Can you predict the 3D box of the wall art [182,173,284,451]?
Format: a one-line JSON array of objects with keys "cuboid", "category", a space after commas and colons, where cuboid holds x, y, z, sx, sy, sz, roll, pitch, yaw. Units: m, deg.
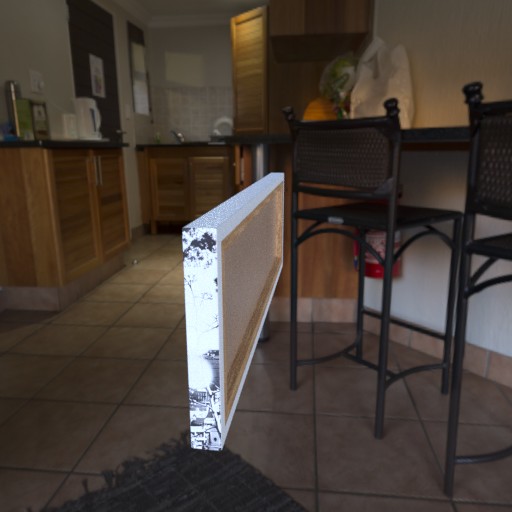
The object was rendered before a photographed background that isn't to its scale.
[{"cuboid": [0.000, 0.000, 0.838, 0.036, 0.256, 0.766, 2, 15, 8], "category": "wall art"}]
